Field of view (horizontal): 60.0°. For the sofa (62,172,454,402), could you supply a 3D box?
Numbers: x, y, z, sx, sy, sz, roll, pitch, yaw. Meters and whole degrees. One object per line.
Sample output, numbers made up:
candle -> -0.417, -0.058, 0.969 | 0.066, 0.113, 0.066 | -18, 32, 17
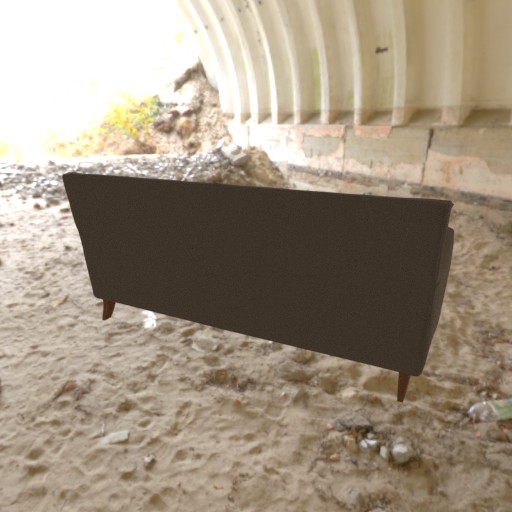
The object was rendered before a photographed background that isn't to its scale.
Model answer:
sofa -> 0.000, 0.000, 2.477 | 2.002, 0.907, 0.843 | 9, 19, 27
